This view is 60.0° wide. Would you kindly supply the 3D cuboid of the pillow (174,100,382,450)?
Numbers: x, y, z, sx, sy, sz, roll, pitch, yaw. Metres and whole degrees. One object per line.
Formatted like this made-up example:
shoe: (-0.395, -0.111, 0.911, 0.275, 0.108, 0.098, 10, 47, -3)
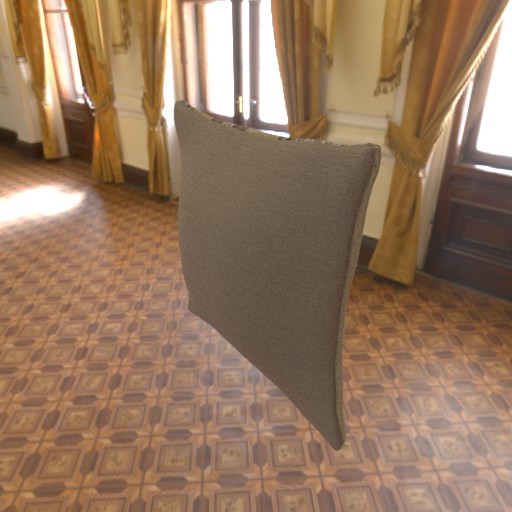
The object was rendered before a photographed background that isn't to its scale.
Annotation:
pillow: (0.000, 0.000, 0.679, 0.189, 0.416, 0.435, -18, 31, -31)
